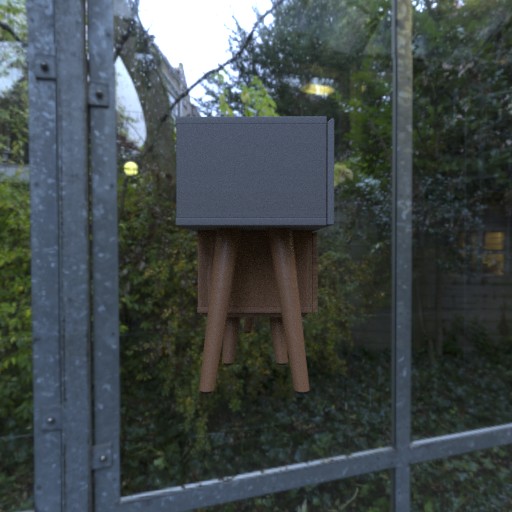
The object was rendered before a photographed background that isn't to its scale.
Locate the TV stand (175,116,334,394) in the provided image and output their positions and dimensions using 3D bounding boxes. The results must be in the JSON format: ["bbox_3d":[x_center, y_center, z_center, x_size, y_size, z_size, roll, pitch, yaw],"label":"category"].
[{"bbox_3d":[0.000,0.000,1.586,0.329,0.591,1.336,0,1,0],"label":"TV stand"}]
